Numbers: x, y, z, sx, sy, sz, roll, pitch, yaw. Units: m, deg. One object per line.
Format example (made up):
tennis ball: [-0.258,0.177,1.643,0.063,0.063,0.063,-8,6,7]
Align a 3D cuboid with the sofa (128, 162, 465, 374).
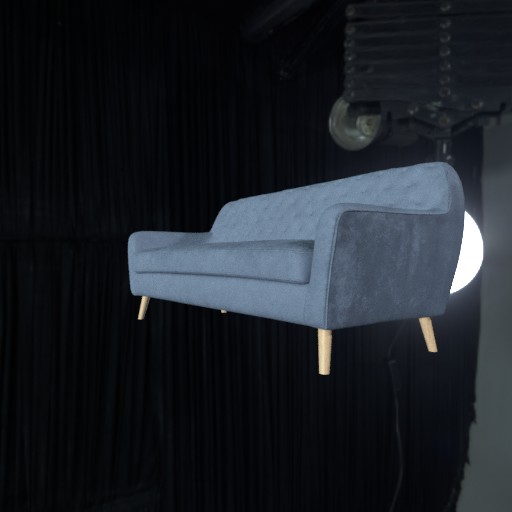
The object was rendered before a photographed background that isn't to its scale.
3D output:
sofa: [0.000,0.000,2.442,0.841,0.832,1.975,0,-1,-35]
